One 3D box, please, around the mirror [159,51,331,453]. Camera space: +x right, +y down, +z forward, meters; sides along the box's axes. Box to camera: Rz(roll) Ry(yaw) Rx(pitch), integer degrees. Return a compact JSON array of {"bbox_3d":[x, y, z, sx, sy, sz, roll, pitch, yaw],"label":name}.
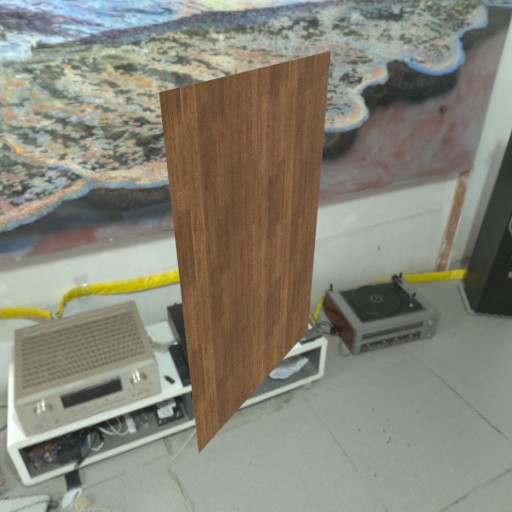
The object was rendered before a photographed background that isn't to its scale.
[{"bbox_3d":[0.000,0.000,1.267,0.047,1.010,0.651,20,37,29],"label":"mirror"}]
